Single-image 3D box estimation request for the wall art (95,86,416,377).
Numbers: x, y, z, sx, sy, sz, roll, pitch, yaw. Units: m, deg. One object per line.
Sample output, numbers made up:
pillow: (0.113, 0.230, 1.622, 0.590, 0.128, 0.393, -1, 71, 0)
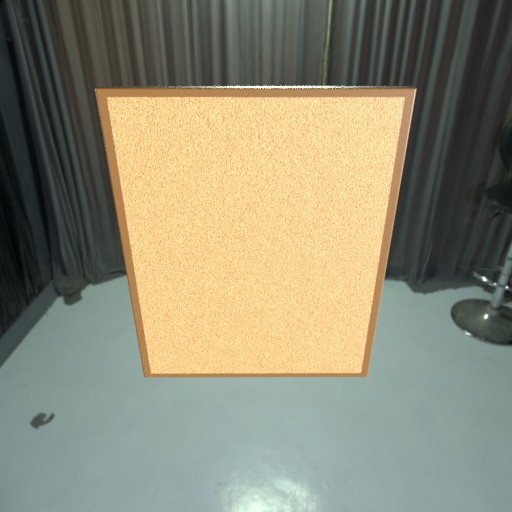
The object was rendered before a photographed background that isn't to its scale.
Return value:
wall art: (0.000, 0.000, 0.525, 0.310, 0.379, 0.015, 0, 30, 0)
